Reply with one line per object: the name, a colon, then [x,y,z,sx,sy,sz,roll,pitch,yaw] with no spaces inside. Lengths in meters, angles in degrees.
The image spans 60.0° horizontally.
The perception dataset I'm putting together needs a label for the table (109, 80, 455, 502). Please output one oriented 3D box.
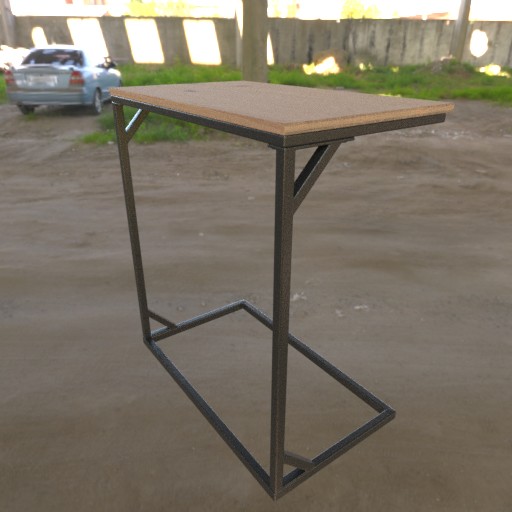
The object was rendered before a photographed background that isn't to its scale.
table: [0.000,0.000,0.977,0.351,0.673,0.597,-17,31,-32]
